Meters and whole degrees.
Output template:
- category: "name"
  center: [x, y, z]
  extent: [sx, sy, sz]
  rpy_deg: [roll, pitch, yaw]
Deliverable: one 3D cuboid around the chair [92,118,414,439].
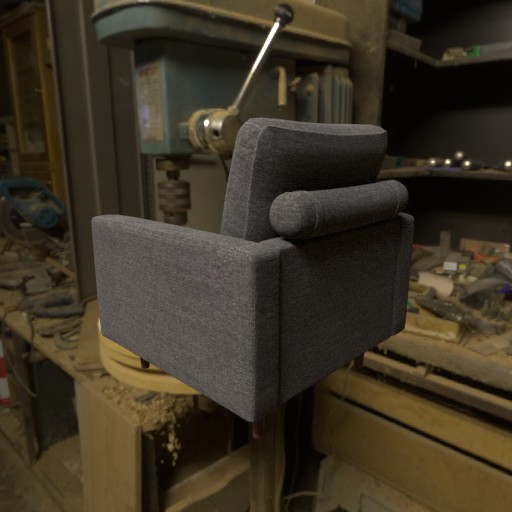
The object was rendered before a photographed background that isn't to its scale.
- category: "chair"
  center: [0.000, 0.000, 1.549]
  extent: [0.843, 0.880, 0.821]
  rpy_deg: [13, 19, 42]
